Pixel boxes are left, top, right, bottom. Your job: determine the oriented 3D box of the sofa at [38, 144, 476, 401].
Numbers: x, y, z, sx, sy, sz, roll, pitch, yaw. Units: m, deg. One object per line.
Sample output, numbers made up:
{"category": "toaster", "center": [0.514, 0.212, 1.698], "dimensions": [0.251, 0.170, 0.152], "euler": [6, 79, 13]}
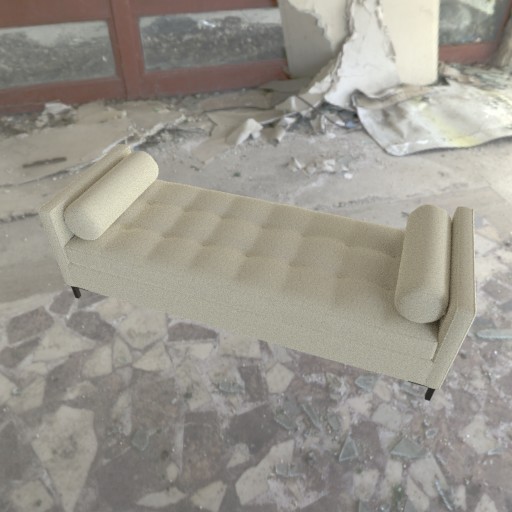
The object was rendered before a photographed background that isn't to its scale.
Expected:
{"category": "sofa", "center": [0.000, 0.000, 2.322], "dimensions": [1.985, 0.641, 0.746], "euler": [13, 43, 14]}
